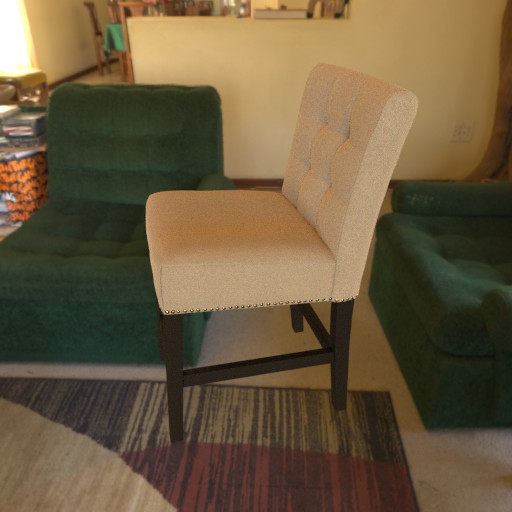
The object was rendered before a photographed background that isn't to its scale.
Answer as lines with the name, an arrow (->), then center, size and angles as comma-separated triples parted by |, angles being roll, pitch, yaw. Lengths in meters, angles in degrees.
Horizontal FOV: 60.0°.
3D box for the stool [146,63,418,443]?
stool -> 0.000, 0.000, 1.173 | 0.571, 0.885, 0.427 | -8, 32, -13
